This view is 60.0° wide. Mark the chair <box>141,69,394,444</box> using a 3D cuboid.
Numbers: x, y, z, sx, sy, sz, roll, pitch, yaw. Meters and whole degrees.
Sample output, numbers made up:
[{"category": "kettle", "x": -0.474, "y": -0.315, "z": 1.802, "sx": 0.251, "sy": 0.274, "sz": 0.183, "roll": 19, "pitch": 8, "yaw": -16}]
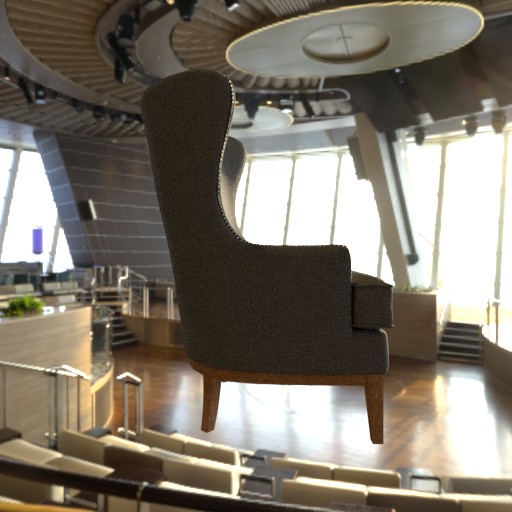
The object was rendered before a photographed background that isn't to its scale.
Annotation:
[{"category": "chair", "x": 0.000, "y": 0.000, "z": 1.782, "sx": 0.883, "sy": 1.176, "sz": 0.864, "roll": 0, "pitch": 0, "yaw": 1}]
